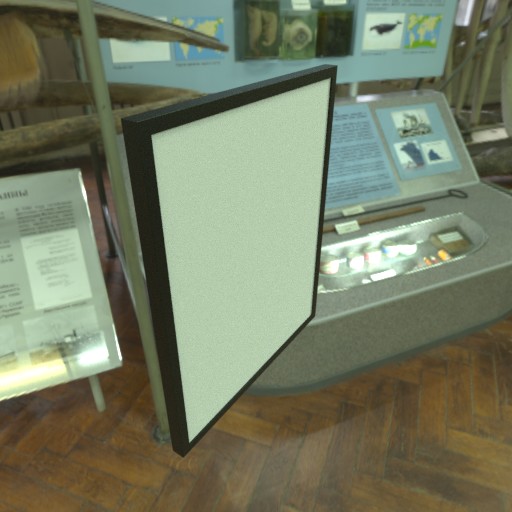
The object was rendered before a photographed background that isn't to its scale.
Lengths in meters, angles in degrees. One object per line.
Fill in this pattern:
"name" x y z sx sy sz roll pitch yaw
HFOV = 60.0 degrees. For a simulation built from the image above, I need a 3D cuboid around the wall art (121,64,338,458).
"wall art" 0.000 0.000 0.543 0.018 0.397 0.325 20 37 30
